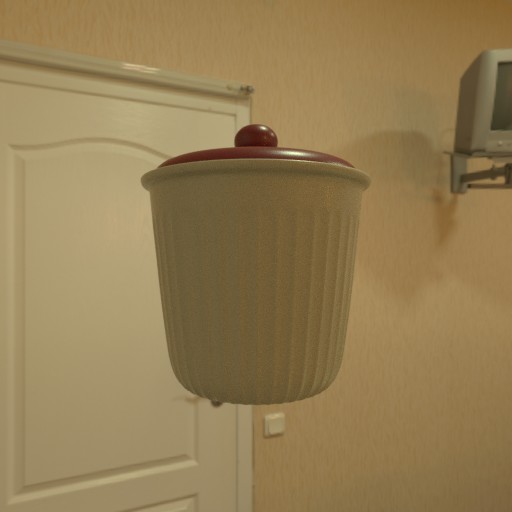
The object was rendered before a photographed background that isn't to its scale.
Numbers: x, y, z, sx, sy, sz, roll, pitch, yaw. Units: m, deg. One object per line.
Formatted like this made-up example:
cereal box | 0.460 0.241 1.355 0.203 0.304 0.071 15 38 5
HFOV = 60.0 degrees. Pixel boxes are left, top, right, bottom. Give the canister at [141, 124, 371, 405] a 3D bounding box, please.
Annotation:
canister | 0.000 0.000 0.359 0.181 0.211 0.181 0 0 0
